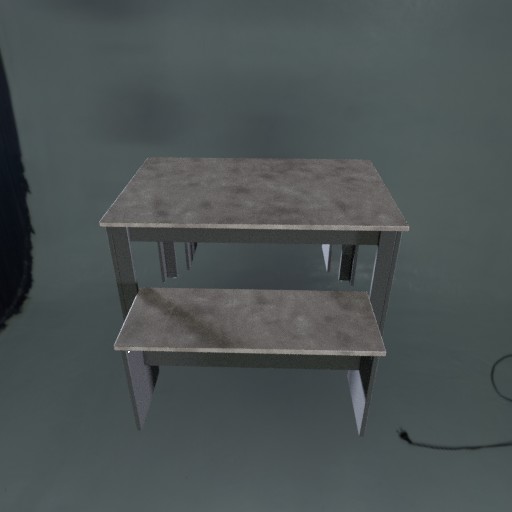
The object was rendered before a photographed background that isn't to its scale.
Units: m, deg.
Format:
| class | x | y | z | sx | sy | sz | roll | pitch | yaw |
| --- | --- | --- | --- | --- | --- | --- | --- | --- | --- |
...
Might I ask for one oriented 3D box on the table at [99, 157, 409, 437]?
| class | x | y | z | sx | sy | sz | roll | pitch | yaw |
| --- | --- | --- | --- | --- | --- | --- | --- | --- | --- |
| table | 0.000 | 0.000 | 2.067 | 1.100 | 0.700 | 1.443 | 1 | 31 | 2 |
